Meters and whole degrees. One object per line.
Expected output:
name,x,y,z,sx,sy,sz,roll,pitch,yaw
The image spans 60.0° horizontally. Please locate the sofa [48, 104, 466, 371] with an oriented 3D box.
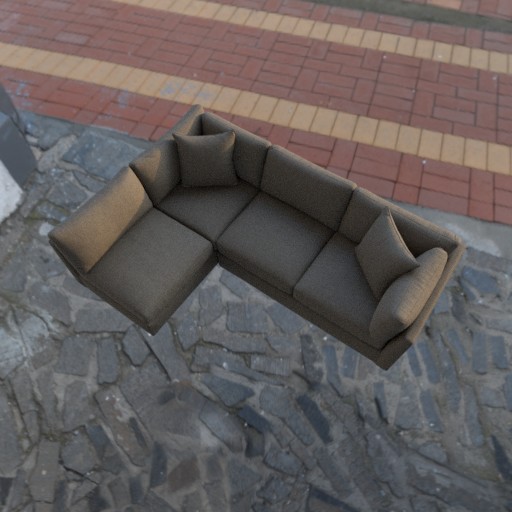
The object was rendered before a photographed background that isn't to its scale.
sofa,0.000,0.000,3.859,2.896,0.978,1.994,31,63,18
